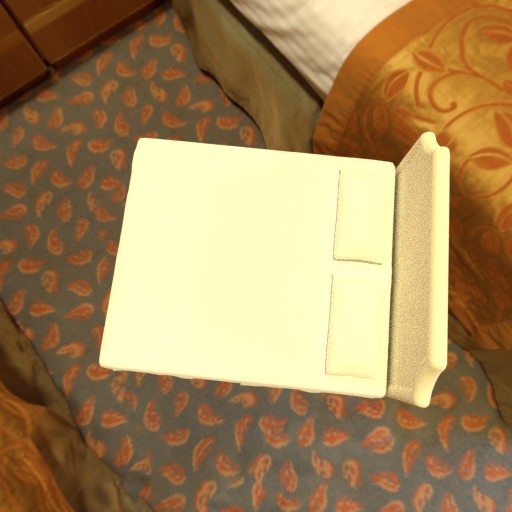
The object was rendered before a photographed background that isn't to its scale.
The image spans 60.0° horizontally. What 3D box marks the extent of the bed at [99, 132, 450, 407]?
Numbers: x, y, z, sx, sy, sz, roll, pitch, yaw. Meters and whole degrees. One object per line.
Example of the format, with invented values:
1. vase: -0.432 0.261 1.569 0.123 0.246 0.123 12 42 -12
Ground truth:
1. bed: 0.000 0.000 3.963 2.773 1.590 2.350 6 78 1
